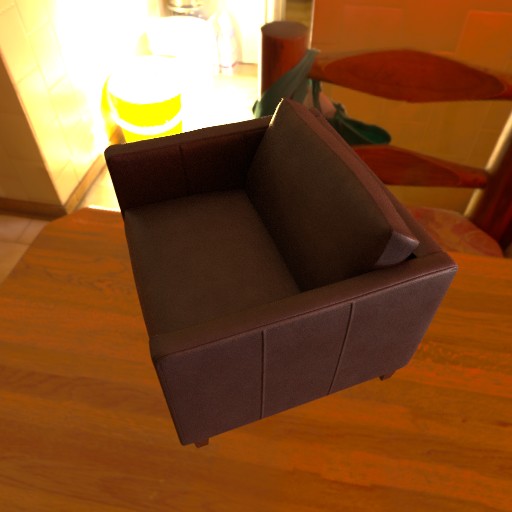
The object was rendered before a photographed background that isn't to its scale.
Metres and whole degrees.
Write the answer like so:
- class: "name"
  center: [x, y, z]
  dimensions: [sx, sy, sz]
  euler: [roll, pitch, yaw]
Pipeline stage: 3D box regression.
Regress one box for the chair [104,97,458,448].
- class: "chair"
  center: [0.000, 0.000, 1.590]
  dimensions: [0.862, 0.811, 0.939]
  euler: [-15, 49, -14]
